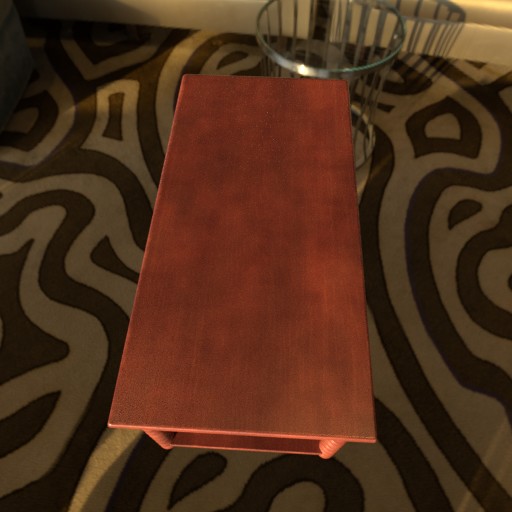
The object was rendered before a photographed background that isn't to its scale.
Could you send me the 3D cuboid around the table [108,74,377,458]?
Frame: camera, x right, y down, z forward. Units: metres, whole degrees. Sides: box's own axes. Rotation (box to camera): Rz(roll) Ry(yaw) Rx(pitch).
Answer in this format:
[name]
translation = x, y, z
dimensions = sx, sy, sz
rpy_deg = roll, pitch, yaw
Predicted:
[table]
translation = 0.000, 0.000, 1.436
dimensions = 0.580, 0.485, 1.171
rpy_deg = 3, 58, 2
